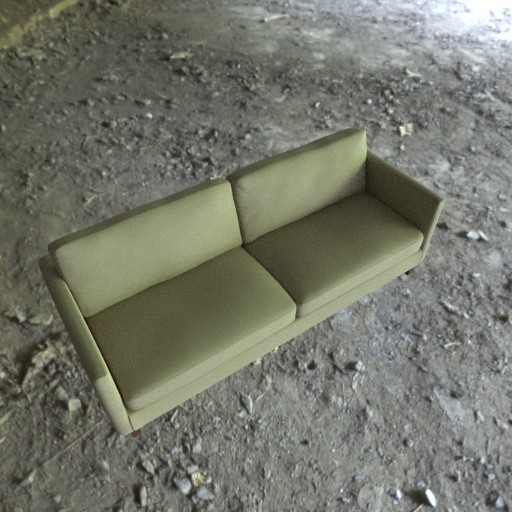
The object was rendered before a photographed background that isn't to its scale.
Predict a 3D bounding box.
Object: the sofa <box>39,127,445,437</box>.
[{"bbox_3d":[0.000,0.000,2.886,2.404,0.912,0.988,-25,50,-23],"label":"sofa"}]
